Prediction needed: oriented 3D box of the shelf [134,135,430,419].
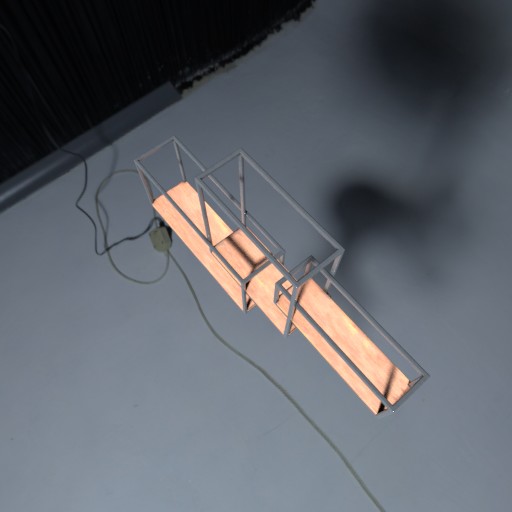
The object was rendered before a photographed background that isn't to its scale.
[{"bbox_3d":[0.000,0.000,2.146,0.275,0.972,1.781,-37,70,-16],"label":"shelf"}]
